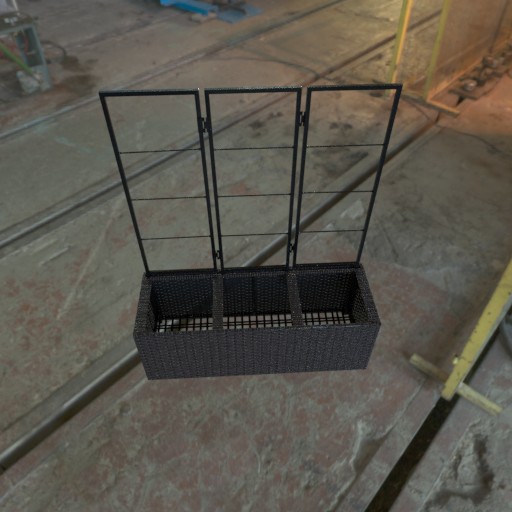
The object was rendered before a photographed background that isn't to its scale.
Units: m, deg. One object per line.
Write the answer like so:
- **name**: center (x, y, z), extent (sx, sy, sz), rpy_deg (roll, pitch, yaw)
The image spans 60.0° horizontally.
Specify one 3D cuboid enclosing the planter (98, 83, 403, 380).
- **planter**: center (0.000, 0.000, 1.199), extent (0.699, 0.841, 0.244), rpy_deg (-2, 46, -2)
